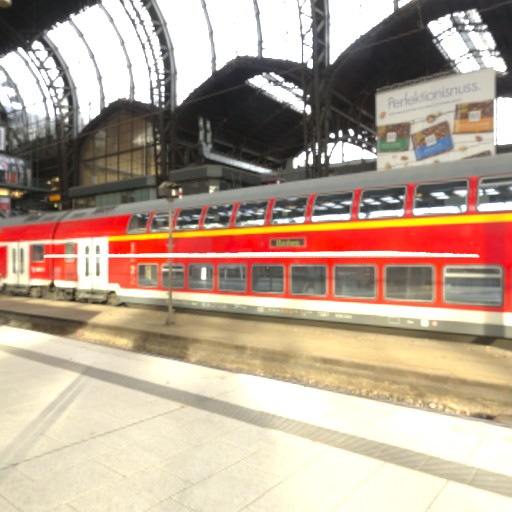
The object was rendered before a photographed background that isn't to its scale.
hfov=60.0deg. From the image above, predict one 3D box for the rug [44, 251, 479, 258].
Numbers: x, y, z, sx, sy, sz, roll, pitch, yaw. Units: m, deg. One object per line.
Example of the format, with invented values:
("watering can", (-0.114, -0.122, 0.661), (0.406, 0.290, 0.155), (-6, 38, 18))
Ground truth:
("rug", (0.000, 0.000, 2.771), (2.275, 0.014, 1.514), (0, -1, 37))
